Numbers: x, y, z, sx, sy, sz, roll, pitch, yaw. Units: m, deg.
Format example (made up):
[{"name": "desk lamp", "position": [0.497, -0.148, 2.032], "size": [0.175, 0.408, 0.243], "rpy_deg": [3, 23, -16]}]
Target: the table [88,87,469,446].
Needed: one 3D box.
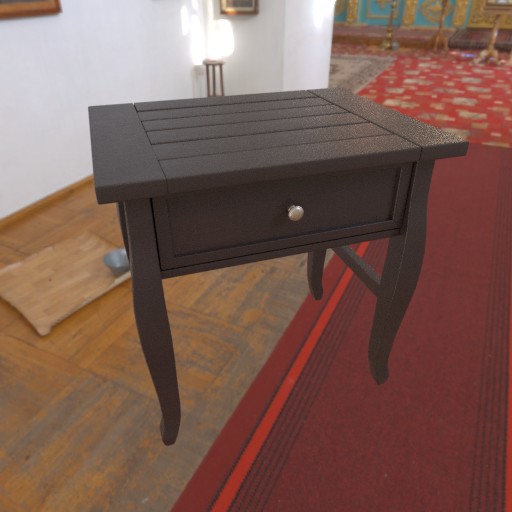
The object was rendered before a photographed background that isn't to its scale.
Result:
[{"name": "table", "position": [0.000, 0.000, 1.005], "size": [0.602, 0.605, 0.460], "rpy_deg": [-10, 34, -16]}]
